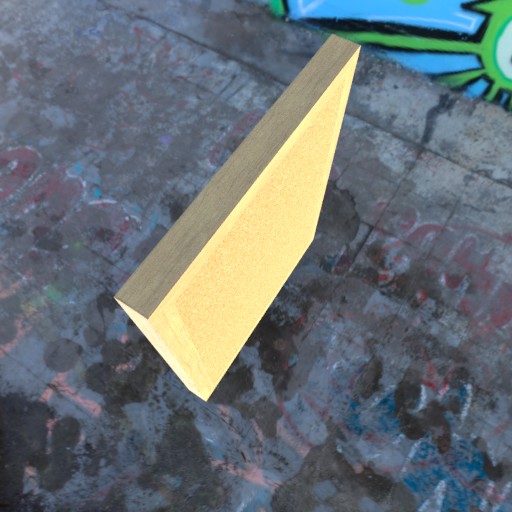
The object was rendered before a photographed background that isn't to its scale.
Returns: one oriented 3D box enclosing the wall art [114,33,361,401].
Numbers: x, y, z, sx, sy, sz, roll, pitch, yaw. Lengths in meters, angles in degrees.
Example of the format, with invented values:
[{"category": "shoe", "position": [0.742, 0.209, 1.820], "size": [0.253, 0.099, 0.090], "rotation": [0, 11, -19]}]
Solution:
[{"category": "wall art", "position": [0.000, 0.000, 0.525], "size": [0.030, 0.380, 0.312], "rotation": [30, 68, 14]}]
